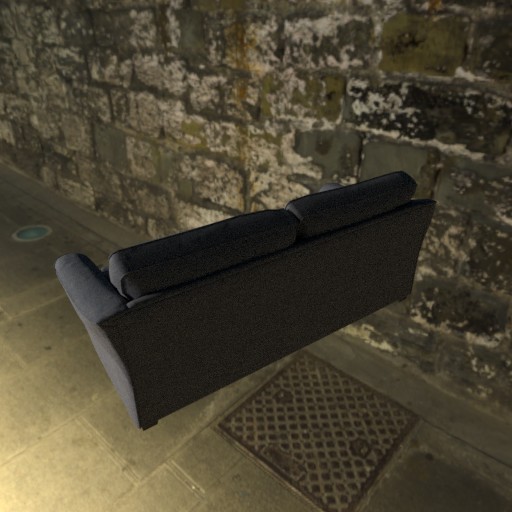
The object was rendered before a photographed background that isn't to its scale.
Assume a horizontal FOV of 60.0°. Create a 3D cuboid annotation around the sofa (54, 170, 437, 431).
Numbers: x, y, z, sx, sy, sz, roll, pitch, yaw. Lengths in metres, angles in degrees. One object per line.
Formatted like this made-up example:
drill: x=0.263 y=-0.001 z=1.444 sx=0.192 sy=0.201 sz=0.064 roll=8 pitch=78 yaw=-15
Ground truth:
sofa: x=0.000 y=0.000 z=2.821 sx=2.270 sy=0.950 sz=0.971 roll=-19 pitch=35 yaw=-29
